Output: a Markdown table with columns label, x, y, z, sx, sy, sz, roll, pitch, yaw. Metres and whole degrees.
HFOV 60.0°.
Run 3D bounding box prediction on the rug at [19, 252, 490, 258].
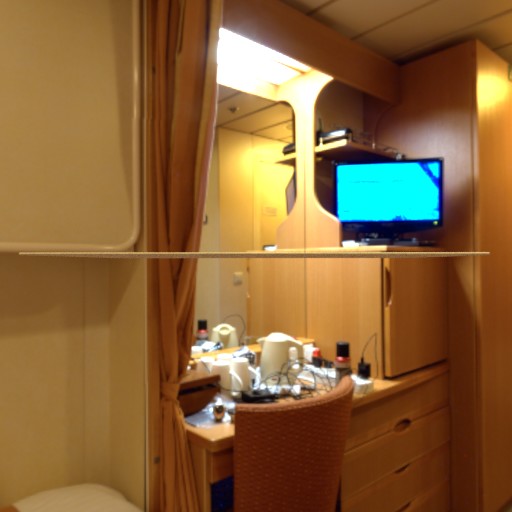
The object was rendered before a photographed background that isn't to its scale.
| label | x | y | z | sx | sy | sz | roll | pitch | yaw |
| --- | --- | --- | --- | --- | --- | --- | --- | --- | --- |
| rug | 0.000 | 0.000 | 3.043 | 2.441 | 0.014 | 1.531 | 0 | -1 | 2 |
